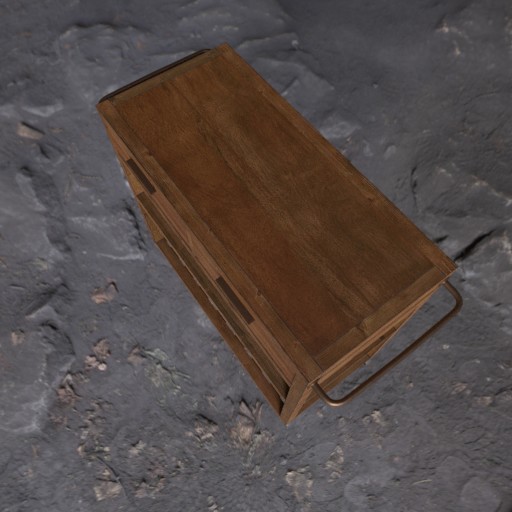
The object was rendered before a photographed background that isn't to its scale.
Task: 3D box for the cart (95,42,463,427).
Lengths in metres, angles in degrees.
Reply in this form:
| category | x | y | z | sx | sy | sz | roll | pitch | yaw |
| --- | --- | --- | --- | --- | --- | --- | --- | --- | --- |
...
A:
| category | x | y | z | sx | sy | sz | roll | pitch | yaw |
| --- | --- | --- | --- | --- | --- | --- | --- | --- | --- |
| cart | 0.000 | 0.000 | 1.458 | 0.445 | 0.830 | 1.065 | -33 | 68 | -15 |
